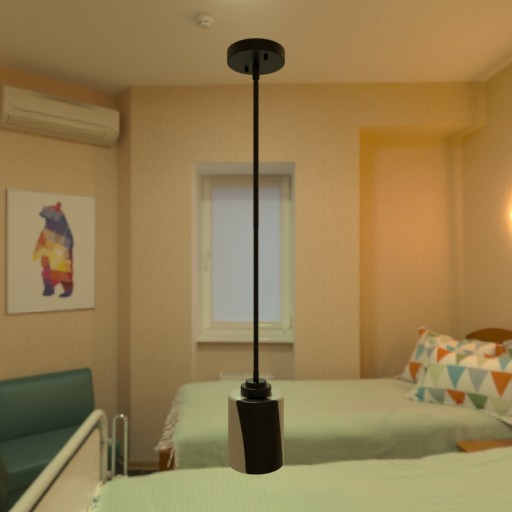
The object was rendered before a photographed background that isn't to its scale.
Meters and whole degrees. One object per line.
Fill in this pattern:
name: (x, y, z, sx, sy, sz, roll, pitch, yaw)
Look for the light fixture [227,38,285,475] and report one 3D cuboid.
light fixture: (0.000, 0.000, 0.935, 0.123, 0.863, 0.123, 0, -1, -35)
